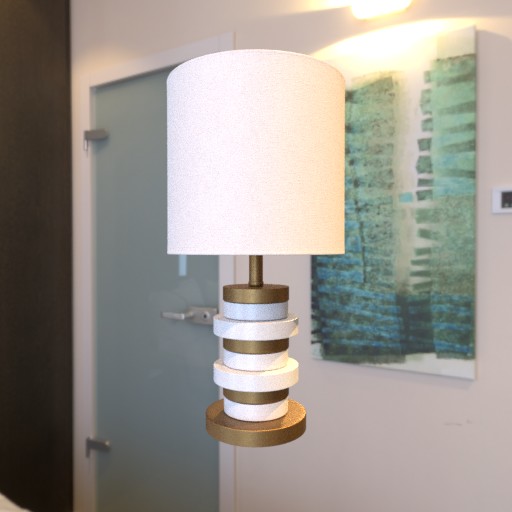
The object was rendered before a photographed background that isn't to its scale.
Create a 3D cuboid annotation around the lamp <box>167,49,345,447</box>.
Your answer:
[{"bbox_3d":[0.000,0.000,0.534,0.210,0.410,0.210,0,1,0],"label":"lamp"}]
